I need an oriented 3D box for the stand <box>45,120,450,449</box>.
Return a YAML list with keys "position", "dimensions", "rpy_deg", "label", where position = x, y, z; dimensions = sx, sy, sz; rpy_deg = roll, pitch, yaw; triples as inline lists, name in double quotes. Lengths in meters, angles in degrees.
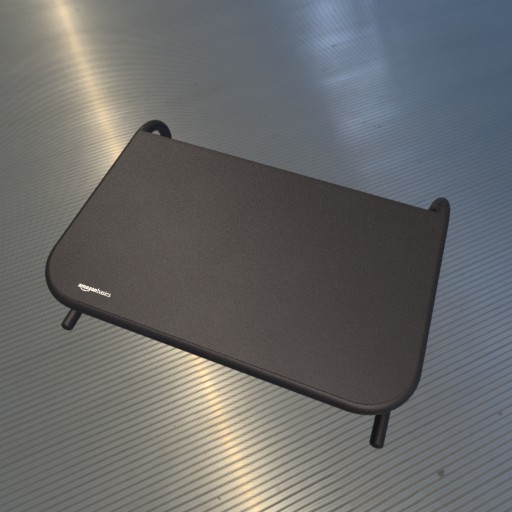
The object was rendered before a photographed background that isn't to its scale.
- position: [0.000, 0.000, 0.497]
  dimensions: [0.370, 0.108, 0.280]
  rpy_deg: [18, 61, 10]
  label: "stand"
